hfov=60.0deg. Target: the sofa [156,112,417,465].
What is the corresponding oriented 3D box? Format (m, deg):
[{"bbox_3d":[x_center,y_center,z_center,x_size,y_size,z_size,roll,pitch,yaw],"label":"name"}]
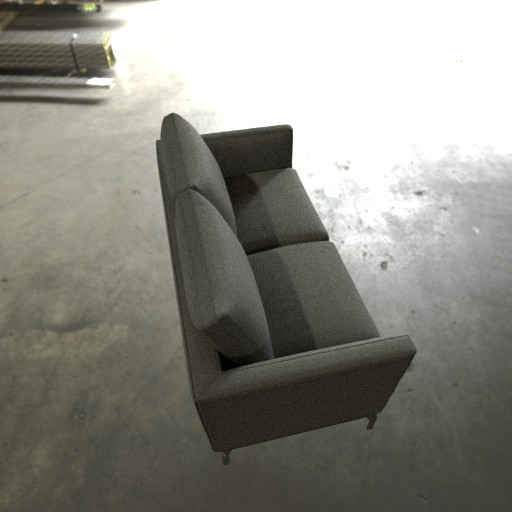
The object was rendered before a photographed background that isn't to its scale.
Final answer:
[{"bbox_3d":[0.000,0.000,2.171,0.803,0.924,1.594,-10,47,-9],"label":"sofa"}]
